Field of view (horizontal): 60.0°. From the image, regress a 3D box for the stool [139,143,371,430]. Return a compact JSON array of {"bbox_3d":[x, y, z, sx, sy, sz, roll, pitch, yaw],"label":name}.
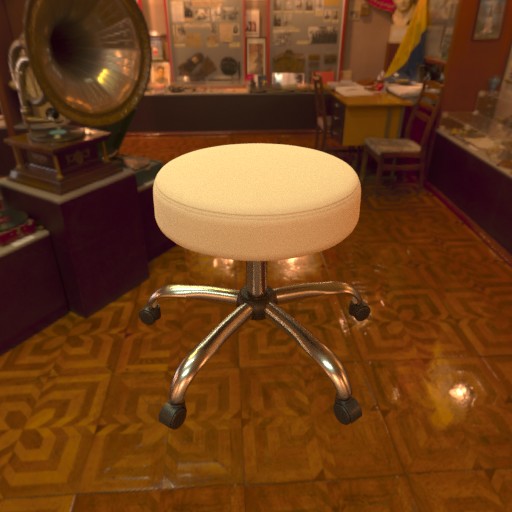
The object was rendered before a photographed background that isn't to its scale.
[{"bbox_3d":[0.000,0.000,1.051,0.634,0.482,0.614,-1,30,-1],"label":"stool"}]
